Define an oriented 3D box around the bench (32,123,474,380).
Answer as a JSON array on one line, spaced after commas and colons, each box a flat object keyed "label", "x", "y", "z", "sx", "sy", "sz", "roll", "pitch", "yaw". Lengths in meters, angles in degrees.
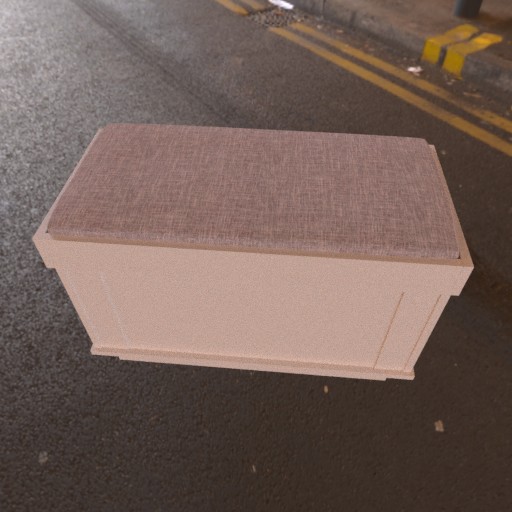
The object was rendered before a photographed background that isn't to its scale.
[{"label": "bench", "x": 0.000, "y": 0.000, "z": 1.003, "sx": 0.734, "sy": 0.461, "sz": 0.362, "roll": 4, "pitch": 47, "yaw": 3}]
